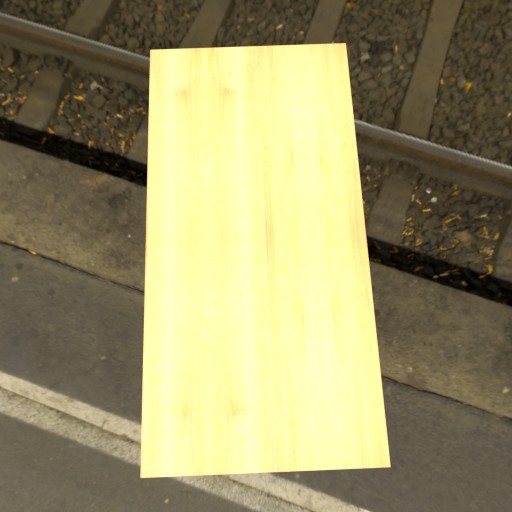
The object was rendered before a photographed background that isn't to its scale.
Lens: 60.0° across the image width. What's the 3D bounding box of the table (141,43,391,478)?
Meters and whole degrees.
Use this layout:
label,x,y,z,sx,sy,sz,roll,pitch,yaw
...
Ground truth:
label,x,y,z,sx,sy,sz,roll,pitch,yaw
table,0.000,0.000,2.180,0.900,0.750,1.800,-2,76,-1
